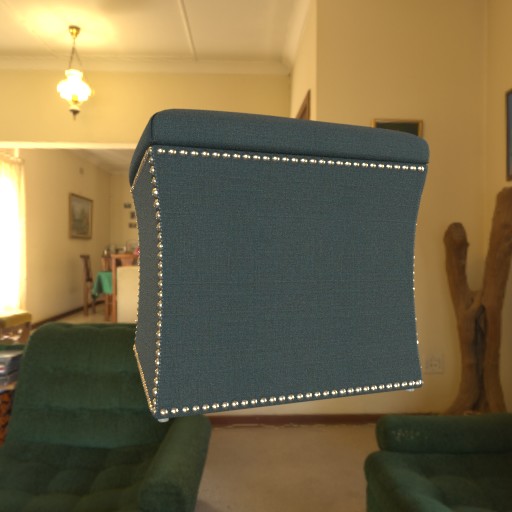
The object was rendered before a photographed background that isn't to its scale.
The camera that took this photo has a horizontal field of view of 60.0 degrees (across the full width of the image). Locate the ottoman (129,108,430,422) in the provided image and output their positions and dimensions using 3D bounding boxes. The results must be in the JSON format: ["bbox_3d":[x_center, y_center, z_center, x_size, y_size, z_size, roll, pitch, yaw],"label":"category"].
[{"bbox_3d":[0.000,0.000,0.920,0.497,0.475,0.507,0,1,-18],"label":"ottoman"}]
